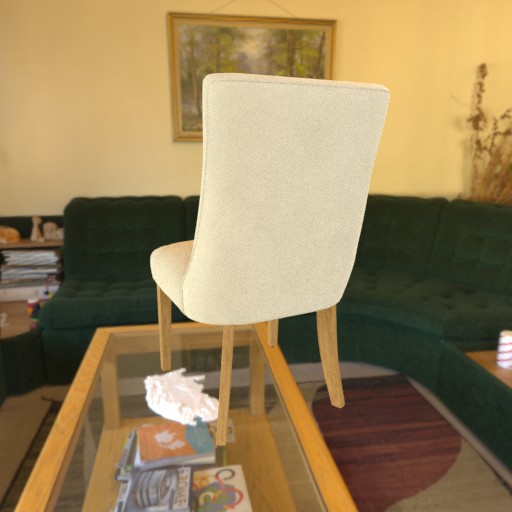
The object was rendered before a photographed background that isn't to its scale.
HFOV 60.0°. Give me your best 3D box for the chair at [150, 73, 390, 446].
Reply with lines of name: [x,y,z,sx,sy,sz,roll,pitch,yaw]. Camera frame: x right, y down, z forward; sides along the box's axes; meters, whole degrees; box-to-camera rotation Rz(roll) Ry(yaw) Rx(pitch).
chair: [0.000,0.000,1.286,0.495,0.902,0.610,-7,16,-26]
